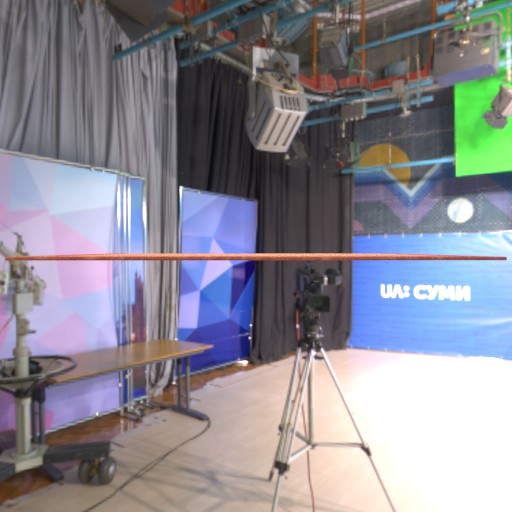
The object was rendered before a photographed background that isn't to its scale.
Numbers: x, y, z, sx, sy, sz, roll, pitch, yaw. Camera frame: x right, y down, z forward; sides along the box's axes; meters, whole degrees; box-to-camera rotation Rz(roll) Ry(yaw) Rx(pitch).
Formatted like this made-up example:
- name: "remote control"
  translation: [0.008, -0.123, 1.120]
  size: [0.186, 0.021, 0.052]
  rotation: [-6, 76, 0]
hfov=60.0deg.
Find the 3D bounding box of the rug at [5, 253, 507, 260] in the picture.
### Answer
- name: "rug"
  translation: [0.000, 0.000, 2.220]
  size: [1.829, 0.014, 1.219]
  rotation: [0, 1, -1]
